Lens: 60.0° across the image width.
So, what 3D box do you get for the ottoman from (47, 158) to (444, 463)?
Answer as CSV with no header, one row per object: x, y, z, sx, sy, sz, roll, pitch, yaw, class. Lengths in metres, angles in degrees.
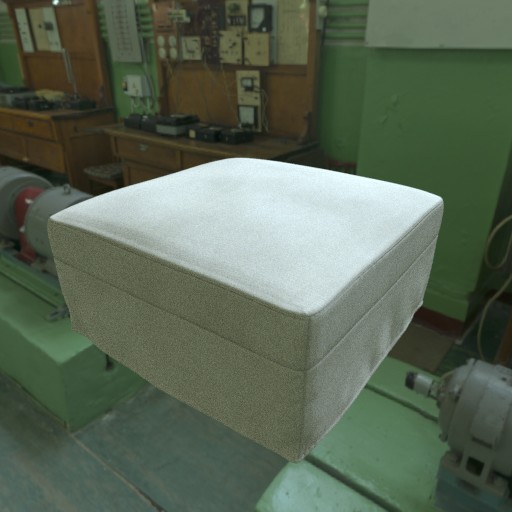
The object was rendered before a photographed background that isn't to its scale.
0.000,0.000,1.331,0.843,0.441,0.842,18,31,32,ottoman
